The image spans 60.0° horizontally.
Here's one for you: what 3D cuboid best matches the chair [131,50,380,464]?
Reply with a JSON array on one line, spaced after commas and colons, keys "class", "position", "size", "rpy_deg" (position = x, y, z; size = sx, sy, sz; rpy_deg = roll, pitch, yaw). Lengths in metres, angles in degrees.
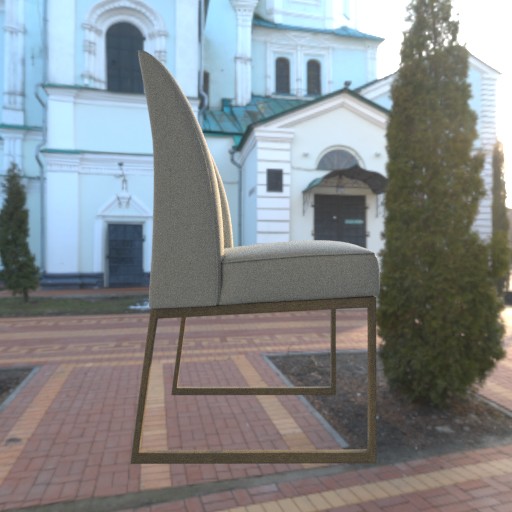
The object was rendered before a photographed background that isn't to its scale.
[{"class": "chair", "position": [0.000, 0.000, 1.156], "size": [0.522, 0.863, 0.508], "rpy_deg": [0, 0, 0]}]
